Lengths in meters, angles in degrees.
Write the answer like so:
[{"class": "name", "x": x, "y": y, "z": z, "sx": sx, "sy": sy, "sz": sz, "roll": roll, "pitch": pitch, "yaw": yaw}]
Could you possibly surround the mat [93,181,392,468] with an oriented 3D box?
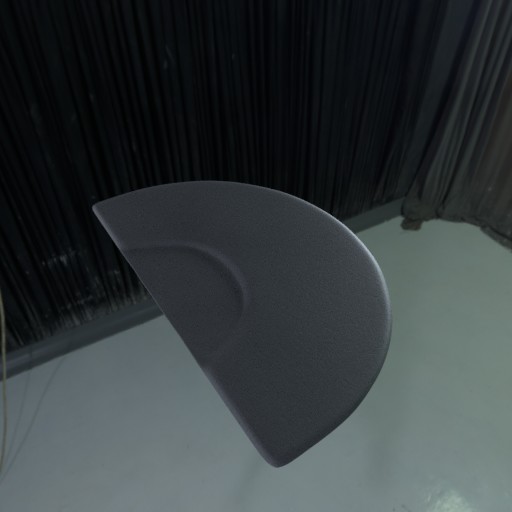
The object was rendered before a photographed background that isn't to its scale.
[{"class": "mat", "x": 0.000, "y": 0.000, "z": 1.860, "sx": 0.917, "sy": 0.016, "sz": 1.525, "roll": -24, "pitch": 47, "yaw": -25}]
